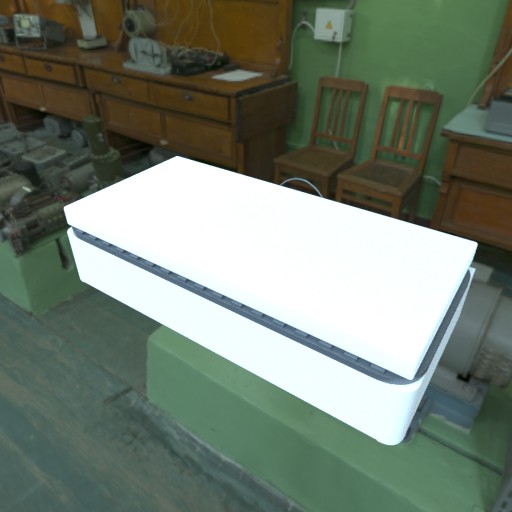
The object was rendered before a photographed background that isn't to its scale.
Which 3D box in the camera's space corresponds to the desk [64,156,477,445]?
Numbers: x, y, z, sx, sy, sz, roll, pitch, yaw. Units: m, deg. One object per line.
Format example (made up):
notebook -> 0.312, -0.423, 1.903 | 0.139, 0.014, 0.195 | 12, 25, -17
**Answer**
desk -> 0.000, 0.000, 2.253 | 1.900, 0.526, 0.900 | 21, 40, 28
